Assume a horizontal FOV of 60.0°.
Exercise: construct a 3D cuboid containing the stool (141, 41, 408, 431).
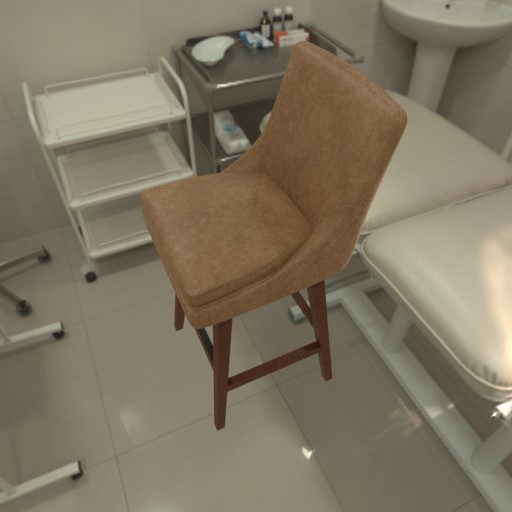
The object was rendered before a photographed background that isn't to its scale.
[{"bbox_3d":[0.000,0.000,1.388,0.572,1.079,0.487,-19,49,-17],"label":"stool"}]
